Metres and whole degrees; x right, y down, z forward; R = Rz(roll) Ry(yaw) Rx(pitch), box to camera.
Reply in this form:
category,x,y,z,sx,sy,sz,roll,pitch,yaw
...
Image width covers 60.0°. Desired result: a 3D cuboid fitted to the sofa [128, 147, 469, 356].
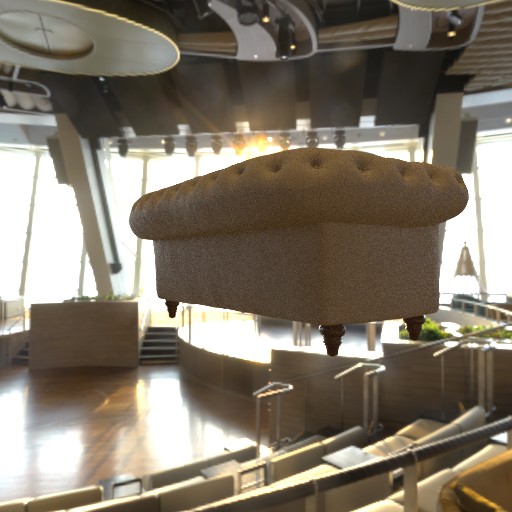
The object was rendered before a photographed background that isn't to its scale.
category,x,y,z,sx,sy,sz,roll,pitch,yaw
sofa,0.000,0.000,2.529,1.069,0.835,1.988,1,-1,-36
